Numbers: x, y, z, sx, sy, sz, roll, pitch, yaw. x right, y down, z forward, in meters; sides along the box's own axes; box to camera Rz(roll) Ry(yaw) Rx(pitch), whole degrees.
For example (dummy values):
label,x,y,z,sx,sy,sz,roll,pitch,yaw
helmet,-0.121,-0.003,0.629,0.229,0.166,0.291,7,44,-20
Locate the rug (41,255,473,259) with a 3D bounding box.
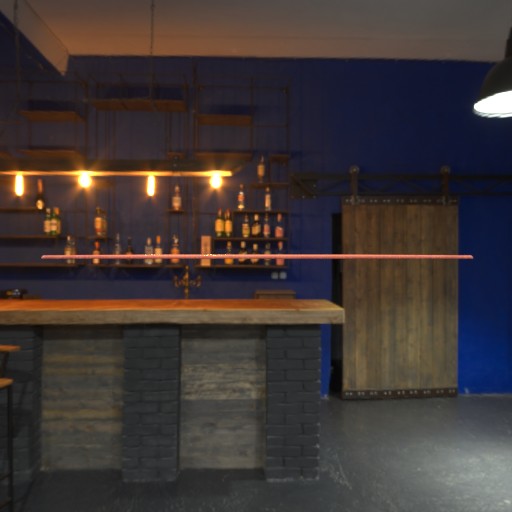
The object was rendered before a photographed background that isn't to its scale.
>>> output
label,x,y,z,sx,sy,sz,roll,pitch,yaw
rug,0.000,0.000,3.951,2.430,0.018,2.976,0,0,0
